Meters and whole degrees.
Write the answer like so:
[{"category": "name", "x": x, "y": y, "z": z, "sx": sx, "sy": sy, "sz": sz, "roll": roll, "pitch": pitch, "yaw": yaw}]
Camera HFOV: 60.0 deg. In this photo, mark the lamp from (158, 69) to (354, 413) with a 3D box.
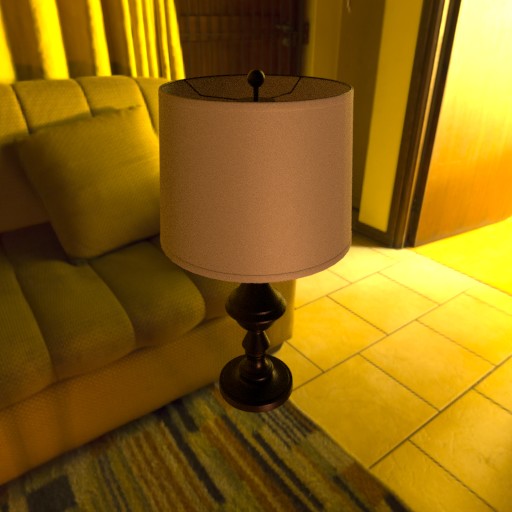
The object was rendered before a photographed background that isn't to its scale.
[{"category": "lamp", "x": 0.000, "y": 0.000, "z": 0.929, "sx": 0.383, "sy": 0.726, "sz": 0.383, "roll": 0, "pitch": 29, "yaw": 0}]
